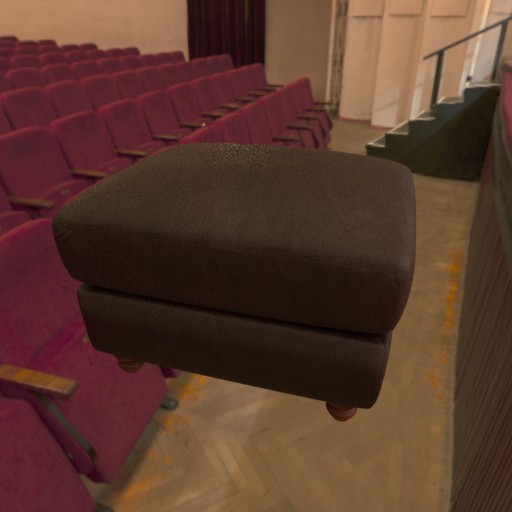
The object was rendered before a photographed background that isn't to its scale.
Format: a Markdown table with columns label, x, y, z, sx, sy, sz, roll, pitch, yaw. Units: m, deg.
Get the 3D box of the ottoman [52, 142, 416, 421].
| label | x | y | z | sx | sy | sz | roll | pitch | yaw |
| --- | --- | --- | --- | --- | --- | --- | --- | --- | --- |
| ottoman | 0.000 | 0.000 | 1.256 | 0.806 | 0.569 | 0.670 | 8 | 29 | 15 |
